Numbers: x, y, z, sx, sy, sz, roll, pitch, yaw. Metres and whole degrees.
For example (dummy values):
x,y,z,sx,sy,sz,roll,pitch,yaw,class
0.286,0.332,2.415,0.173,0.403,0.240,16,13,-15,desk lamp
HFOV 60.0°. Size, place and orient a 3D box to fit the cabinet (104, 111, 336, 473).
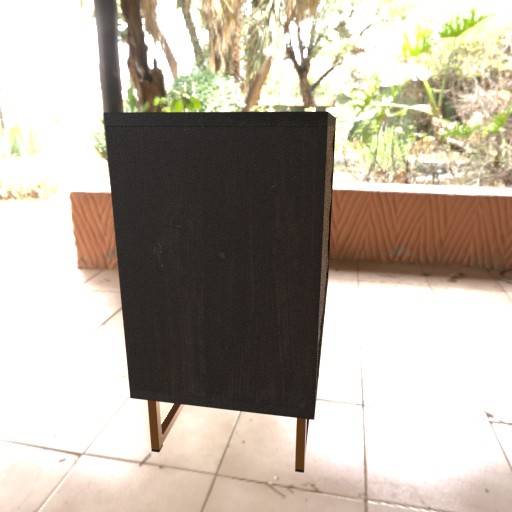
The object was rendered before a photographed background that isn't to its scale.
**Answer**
x,y,z,sx,sy,sz,roll,pitch,yaw,class
0.000,0.000,1.428,0.451,0.860,0.950,3,17,10,cabinet
